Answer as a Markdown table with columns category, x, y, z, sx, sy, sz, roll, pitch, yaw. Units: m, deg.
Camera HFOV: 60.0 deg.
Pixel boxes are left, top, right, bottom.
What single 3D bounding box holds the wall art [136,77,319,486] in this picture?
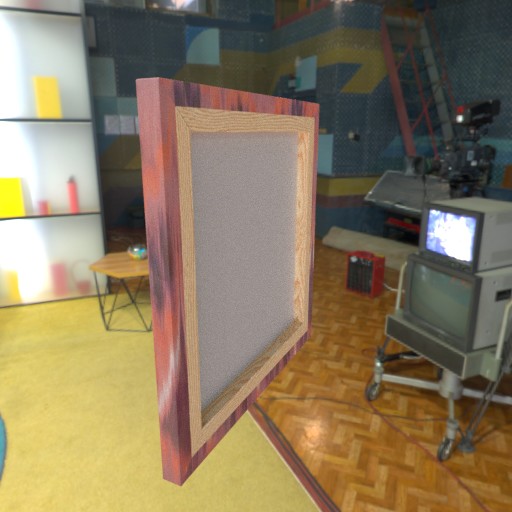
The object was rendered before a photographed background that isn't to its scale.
| category | x | y | z | sx | sy | sz | roll | pitch | yaw |
| --- | --- | --- | --- | --- | --- | --- | --- | --- | --- |
| wall art | 0.000 | 0.000 | 0.890 | 0.037 | 0.609 | 0.603 | 8 | 17 | 26 |
